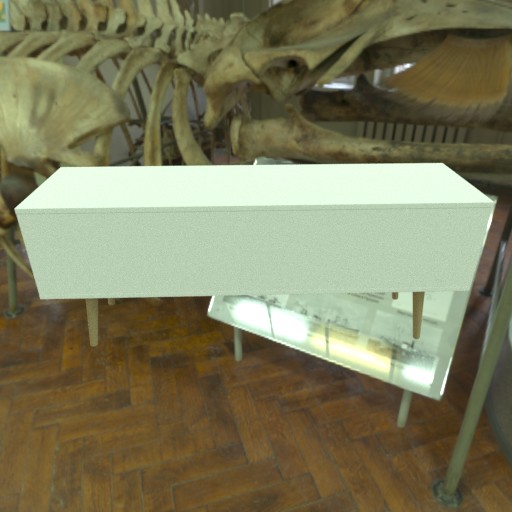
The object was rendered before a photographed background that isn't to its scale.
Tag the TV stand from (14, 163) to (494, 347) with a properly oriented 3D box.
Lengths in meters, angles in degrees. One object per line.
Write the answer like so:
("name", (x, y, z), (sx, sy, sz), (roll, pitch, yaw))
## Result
("TV stand", (0.000, 0.000, 1.600), (1.398, 0.560, 0.401), (-1, 29, -2))
